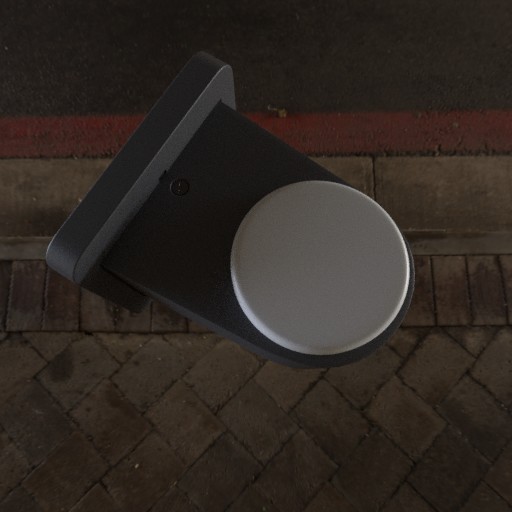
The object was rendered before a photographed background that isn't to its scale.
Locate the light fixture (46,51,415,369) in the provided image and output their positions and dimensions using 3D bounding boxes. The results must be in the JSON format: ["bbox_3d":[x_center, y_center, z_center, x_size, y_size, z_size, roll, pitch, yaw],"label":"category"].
[{"bbox_3d":[0.000,0.000,0.213,0.132,0.109,0.109,31,77,8],"label":"light fixture"}]
